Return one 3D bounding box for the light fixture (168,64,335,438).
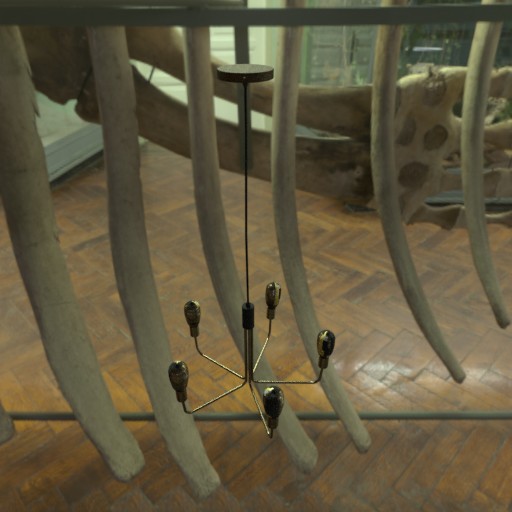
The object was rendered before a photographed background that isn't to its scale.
[{"bbox_3d":[0.000,0.000,1.337,0.532,1.059,0.588,1,32,1],"label":"light fixture"}]
